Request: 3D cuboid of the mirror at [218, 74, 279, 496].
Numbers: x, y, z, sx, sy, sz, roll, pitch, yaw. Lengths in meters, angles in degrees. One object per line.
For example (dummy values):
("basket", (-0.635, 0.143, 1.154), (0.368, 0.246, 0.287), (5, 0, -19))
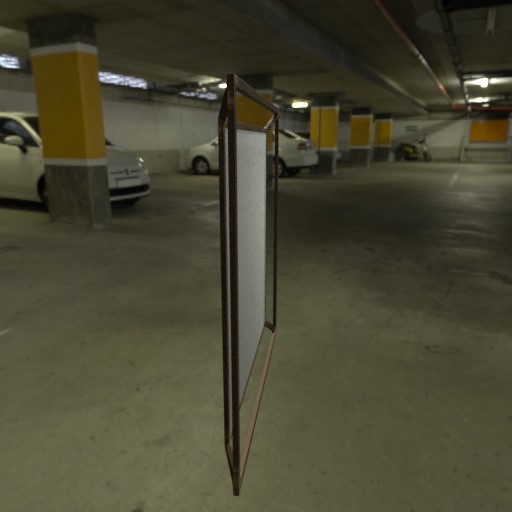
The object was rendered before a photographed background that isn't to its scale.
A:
("mirror", (0.000, 0.000, 0.903), (0.032, 0.610, 0.610), (2, 15, 8))
